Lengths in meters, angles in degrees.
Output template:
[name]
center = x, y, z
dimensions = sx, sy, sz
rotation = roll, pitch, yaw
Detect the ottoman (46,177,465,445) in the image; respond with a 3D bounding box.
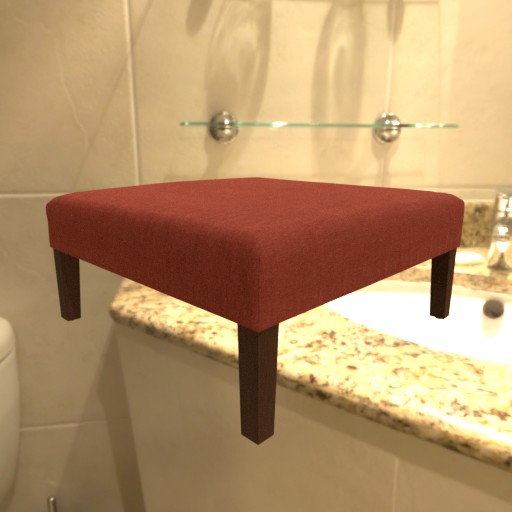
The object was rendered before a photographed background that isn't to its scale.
[ottoman]
center = 0.000, 0.000, 1.353
dimensions = 0.889, 0.411, 0.890
rotation = 14, 20, 43
